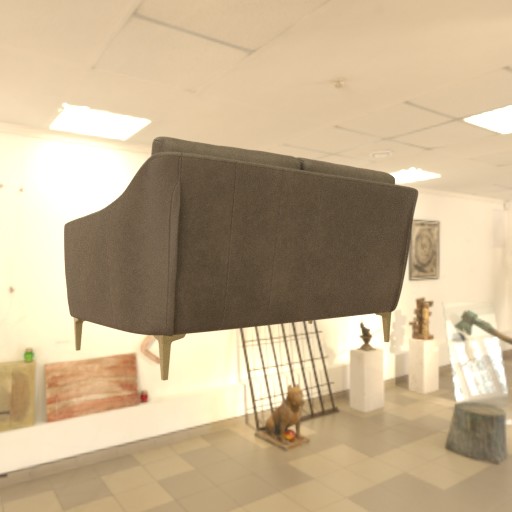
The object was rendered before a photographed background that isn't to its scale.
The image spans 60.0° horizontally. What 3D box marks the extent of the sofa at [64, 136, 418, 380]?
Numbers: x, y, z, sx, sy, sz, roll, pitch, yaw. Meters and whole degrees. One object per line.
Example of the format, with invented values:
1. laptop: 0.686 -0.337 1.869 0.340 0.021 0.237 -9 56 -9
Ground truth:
1. sofa: 0.000 0.000 2.218 1.619 0.902 0.960 0 0 -35
